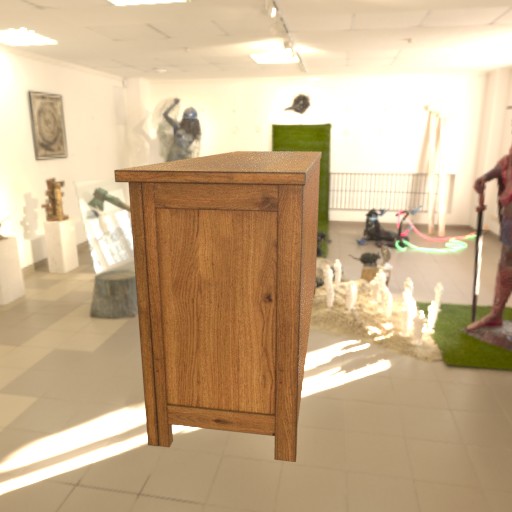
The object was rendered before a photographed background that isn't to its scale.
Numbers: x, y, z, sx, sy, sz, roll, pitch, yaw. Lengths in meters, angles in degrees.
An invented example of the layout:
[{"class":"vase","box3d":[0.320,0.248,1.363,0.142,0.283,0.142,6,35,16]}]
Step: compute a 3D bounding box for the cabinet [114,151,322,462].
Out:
[{"class":"cabinet","box3d":[0.000,0.000,1.870,0.480,0.813,1.474,3,15,9]}]
